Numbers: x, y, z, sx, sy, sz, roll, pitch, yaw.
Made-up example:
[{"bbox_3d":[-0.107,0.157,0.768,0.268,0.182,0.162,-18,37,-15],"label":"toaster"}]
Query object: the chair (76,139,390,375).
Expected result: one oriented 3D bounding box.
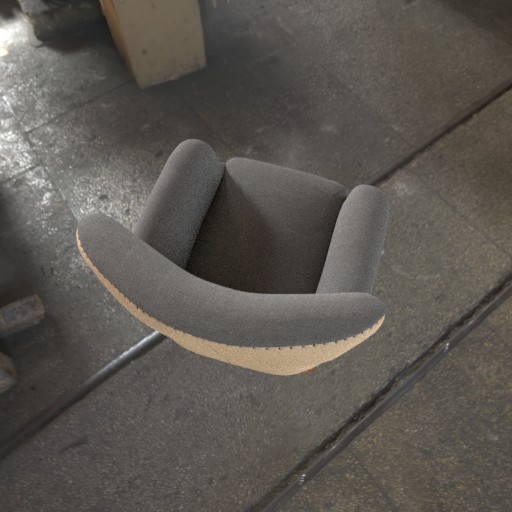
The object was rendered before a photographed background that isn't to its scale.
[{"bbox_3d":[0.000,0.000,1.645,0.861,0.936,0.921,17,64,8],"label":"chair"}]
